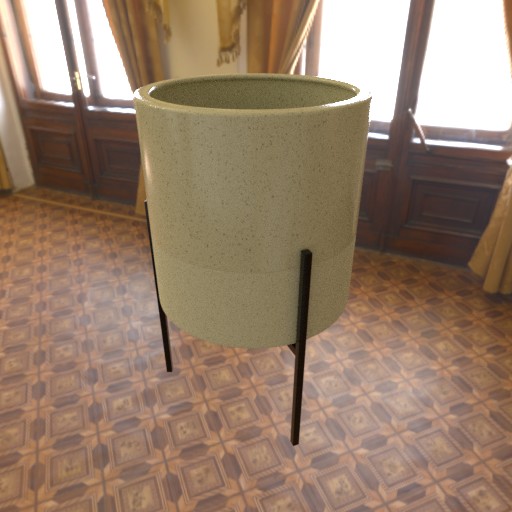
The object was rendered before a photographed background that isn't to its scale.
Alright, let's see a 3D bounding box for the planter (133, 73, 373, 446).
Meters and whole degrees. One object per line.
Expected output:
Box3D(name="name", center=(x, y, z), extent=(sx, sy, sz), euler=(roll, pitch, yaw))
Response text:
Box3D(name="planter", center=(0.000, 0.000, 0.542), extent=(0.234, 0.390, 0.243), euler=(19, 35, 31))
